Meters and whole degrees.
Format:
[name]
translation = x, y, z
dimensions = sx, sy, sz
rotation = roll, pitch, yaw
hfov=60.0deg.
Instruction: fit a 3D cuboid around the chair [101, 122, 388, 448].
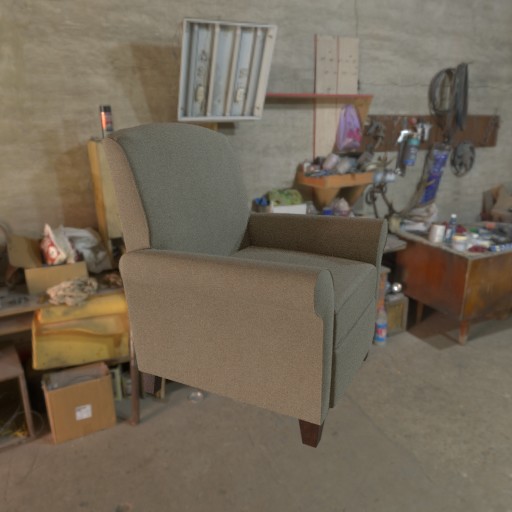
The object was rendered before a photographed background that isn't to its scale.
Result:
[chair]
translation = 0.000, 0.000, 1.829
dimensions = 0.905, 1.061, 0.978
rotation = 8, 18, 26
